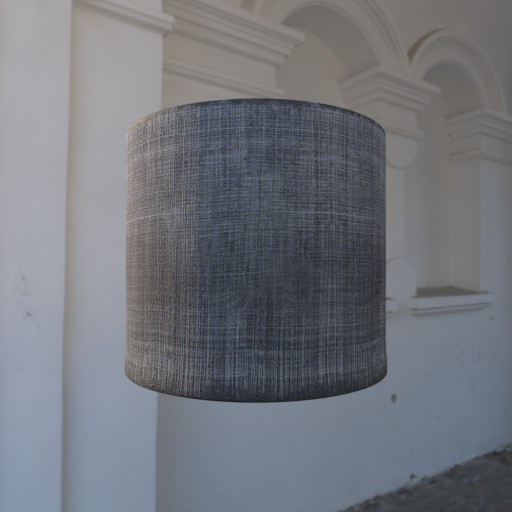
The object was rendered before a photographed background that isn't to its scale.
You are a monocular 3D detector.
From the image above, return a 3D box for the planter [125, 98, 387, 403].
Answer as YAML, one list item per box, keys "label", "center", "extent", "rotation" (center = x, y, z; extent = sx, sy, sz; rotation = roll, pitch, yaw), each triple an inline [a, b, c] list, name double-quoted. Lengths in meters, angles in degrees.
- label: "planter"
  center: [0.000, 0.000, 0.314]
  extent: [0.178, 0.157, 0.178]
  rotation: [0, -2, 0]
